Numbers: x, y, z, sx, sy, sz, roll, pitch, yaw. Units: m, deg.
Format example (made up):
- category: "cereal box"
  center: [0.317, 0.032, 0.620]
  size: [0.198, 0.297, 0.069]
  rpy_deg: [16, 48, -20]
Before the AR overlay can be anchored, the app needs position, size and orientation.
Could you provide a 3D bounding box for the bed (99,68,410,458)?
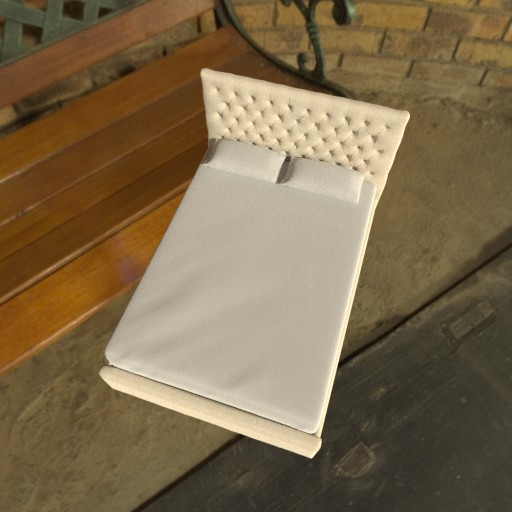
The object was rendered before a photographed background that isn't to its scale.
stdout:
- category: "bed"
  center: [0.000, 0.000, 3.490]
  size: [1.698, 1.427, 2.387]
  rpy_deg: [16, 60, 9]
